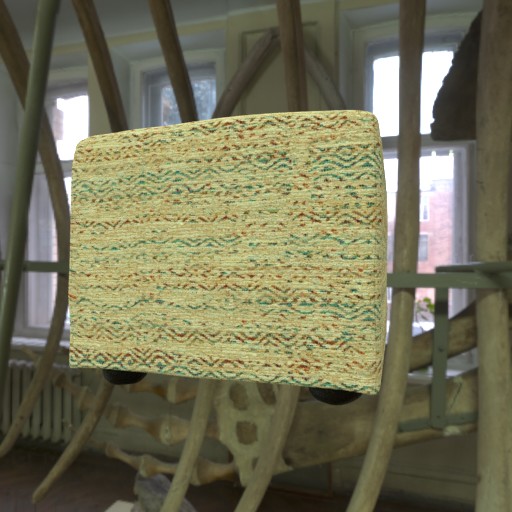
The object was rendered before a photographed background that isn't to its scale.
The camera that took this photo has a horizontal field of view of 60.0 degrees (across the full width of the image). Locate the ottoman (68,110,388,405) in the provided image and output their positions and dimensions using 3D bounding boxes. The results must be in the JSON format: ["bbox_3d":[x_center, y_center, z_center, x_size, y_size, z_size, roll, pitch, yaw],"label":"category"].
[{"bbox_3d":[0.000,0.000,0.910,0.512,0.453,0.521,0,0,17],"label":"ottoman"}]
